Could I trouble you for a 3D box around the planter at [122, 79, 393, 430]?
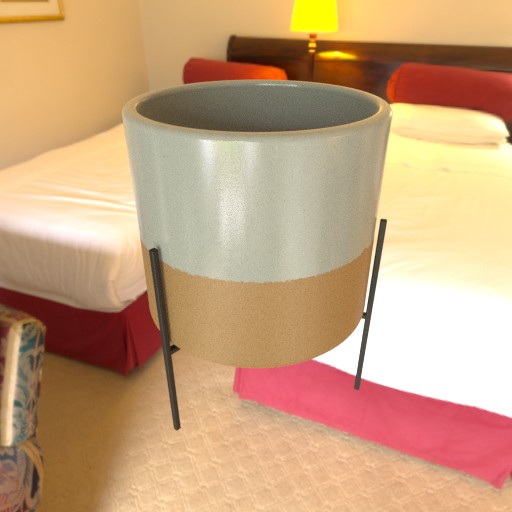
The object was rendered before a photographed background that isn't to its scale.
[{"bbox_3d":[0.000,0.000,0.705,0.348,0.480,0.360,-8,31,-13],"label":"planter"}]
